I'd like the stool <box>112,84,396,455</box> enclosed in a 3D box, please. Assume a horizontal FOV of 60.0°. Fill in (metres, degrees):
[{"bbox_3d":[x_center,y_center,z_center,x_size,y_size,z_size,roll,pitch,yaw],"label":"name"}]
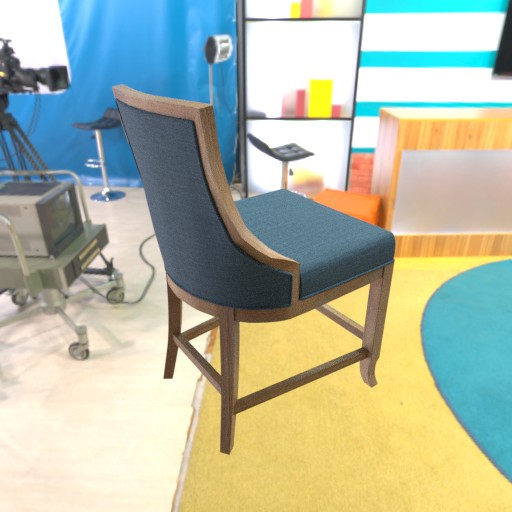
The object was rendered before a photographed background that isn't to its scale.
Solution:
[{"bbox_3d":[0.000,0.000,1.295,0.626,0.938,0.524,-18,32,-32],"label":"stool"}]
